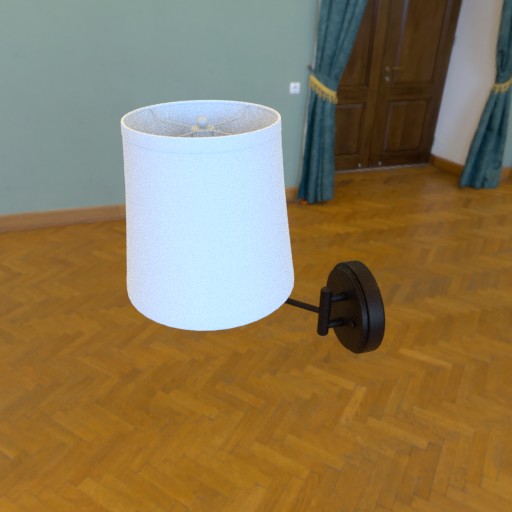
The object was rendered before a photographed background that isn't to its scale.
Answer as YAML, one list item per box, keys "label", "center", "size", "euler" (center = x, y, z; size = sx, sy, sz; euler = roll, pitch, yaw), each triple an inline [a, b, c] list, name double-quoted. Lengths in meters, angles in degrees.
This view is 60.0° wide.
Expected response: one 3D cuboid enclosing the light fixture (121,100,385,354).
- label: "light fixture"
  center: [0.000, 0.000, 0.272]
  size: [0.157, 0.172, 0.100]
  euler: [-8, 31, -13]
